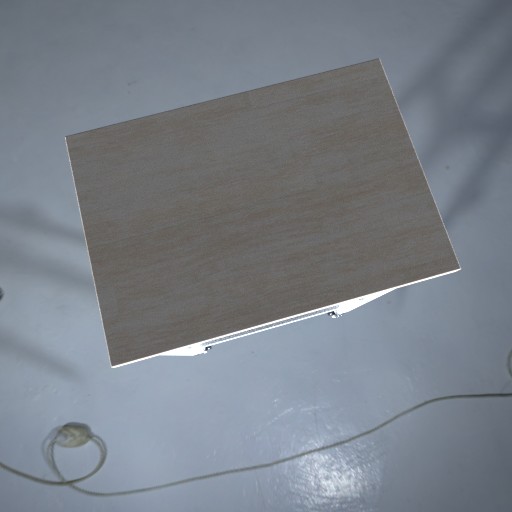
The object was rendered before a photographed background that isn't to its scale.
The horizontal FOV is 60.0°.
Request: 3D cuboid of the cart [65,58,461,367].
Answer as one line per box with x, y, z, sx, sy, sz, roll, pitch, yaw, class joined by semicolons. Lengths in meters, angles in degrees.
0.000;0.000;1.162;0.578;0.857;0.406;-15;78;-3;cart
